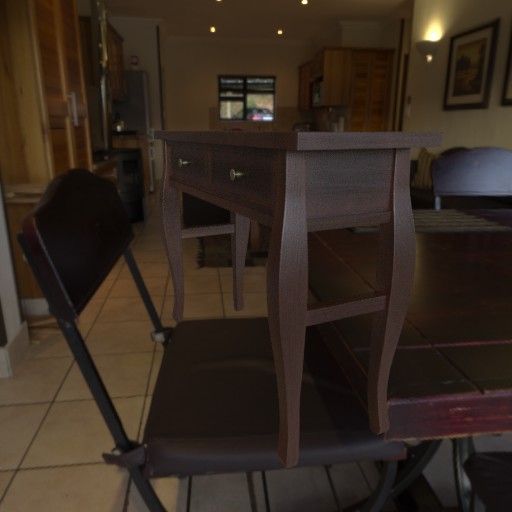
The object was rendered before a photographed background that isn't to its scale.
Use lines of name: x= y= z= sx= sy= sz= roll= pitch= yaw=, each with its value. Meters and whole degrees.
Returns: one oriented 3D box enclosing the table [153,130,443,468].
table: x=0.000 y=0.000 z=1.417 sx=0.373 sy=0.768 sz=1.062 roll=-8 pitch=18 yaw=-25
